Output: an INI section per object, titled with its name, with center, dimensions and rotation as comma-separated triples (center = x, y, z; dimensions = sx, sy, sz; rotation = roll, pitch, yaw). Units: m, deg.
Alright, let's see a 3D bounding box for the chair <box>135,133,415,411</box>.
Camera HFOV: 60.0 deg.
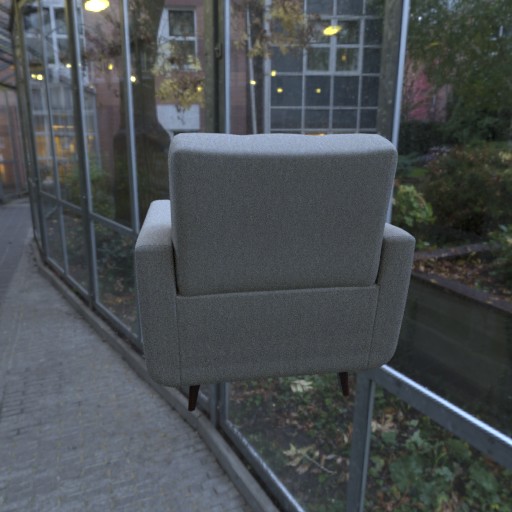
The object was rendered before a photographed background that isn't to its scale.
[chair]
center = 0.000, 0.000, 1.846
dimensions = 0.897, 0.965, 1.128
rotation = -2, 14, -10
